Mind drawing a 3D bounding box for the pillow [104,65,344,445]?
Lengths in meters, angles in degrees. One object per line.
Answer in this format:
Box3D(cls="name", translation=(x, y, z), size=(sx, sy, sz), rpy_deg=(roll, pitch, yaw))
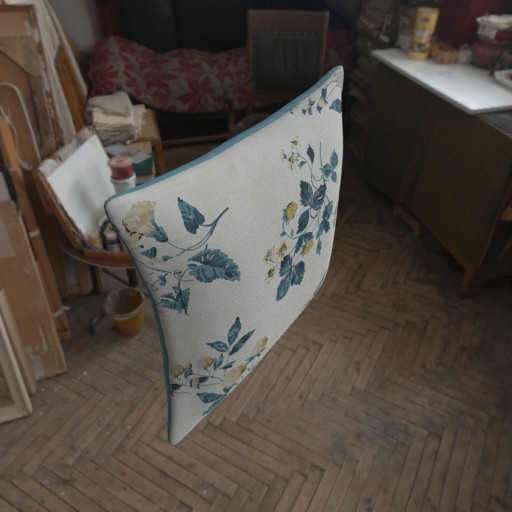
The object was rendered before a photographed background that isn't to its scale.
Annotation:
Box3D(cls="pillow", translation=(0.000, 0.000, 0.775), size=(0.166, 0.507, 0.526), rpy_deg=(25, 47, 26))
